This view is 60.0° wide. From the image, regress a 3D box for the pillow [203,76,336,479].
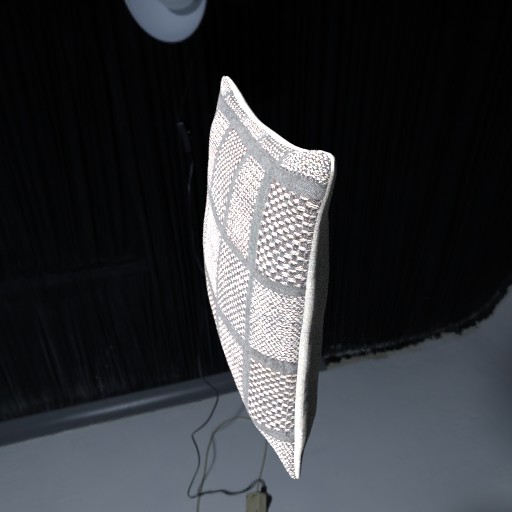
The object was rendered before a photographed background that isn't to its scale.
[{"bbox_3d":[0.000,0.000,0.646,0.138,0.432,0.435,-8,31,-13],"label":"pillow"}]
